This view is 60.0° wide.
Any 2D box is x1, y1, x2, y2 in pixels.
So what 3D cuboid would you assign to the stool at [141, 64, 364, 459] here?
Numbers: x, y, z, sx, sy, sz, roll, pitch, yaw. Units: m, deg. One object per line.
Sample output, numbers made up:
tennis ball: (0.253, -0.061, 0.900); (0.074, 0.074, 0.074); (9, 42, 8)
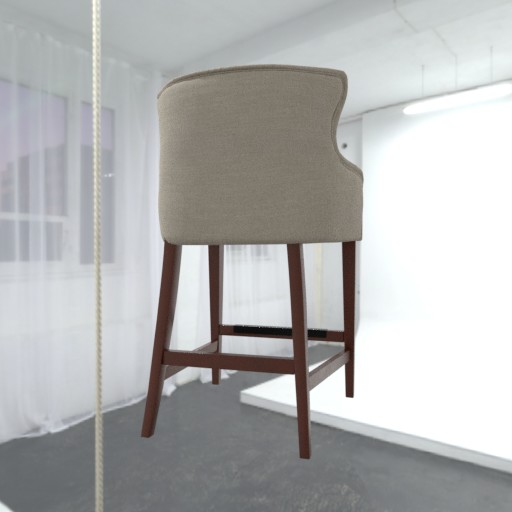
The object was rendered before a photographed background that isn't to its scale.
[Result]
stool: (0.000, 0.000, 1.384); (0.615, 0.987, 0.637); (0, 0, 18)
